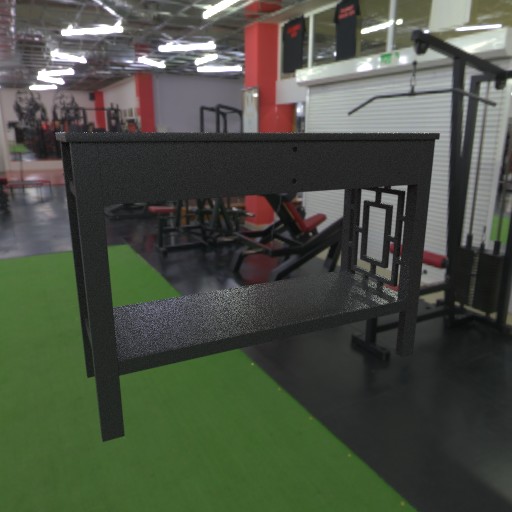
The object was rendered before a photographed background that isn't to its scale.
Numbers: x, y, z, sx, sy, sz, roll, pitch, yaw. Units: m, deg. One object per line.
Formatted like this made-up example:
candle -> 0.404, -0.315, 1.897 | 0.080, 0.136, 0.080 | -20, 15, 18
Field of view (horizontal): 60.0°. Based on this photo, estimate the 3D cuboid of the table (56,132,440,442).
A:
table -> 0.000, 0.000, 1.407 | 1.068, 0.753, 0.397 | -7, 17, -25
